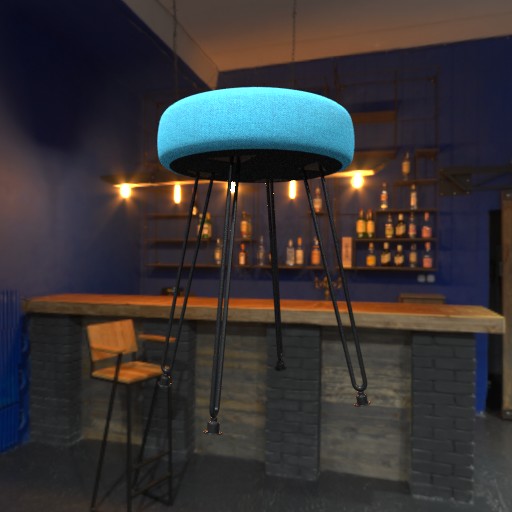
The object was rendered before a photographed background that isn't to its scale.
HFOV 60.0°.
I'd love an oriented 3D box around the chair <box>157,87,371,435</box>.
[{"bbox_3d":[0.000,0.000,0.698,0.350,0.440,0.350,0,0,18],"label":"chair"}]
